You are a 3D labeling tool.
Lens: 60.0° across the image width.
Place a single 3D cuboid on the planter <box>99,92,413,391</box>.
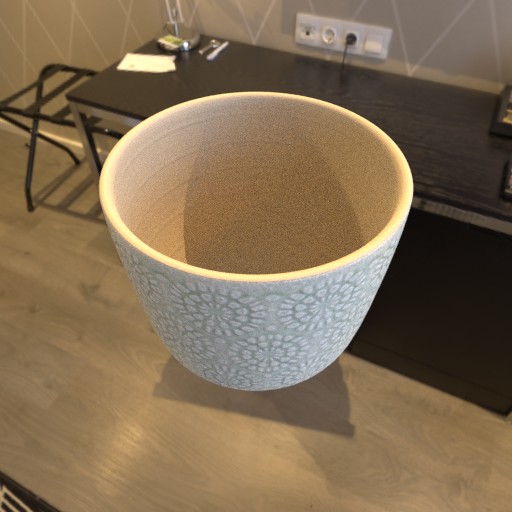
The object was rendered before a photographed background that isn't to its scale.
[{"bbox_3d":[0.000,0.000,0.218,0.124,0.109,0.124,0,47,0],"label":"planter"}]
